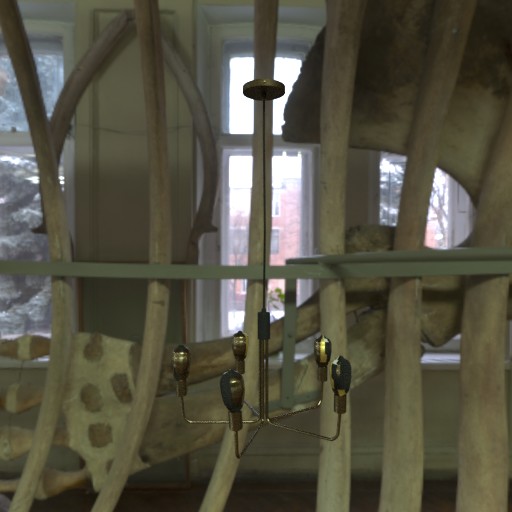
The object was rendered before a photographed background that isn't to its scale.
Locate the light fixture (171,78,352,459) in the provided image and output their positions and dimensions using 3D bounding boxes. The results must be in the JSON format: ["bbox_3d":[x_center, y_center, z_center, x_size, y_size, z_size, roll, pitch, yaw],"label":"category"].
[{"bbox_3d":[0.000,0.000,1.377,0.532,1.059,0.588,0,1,-1],"label":"light fixture"}]
